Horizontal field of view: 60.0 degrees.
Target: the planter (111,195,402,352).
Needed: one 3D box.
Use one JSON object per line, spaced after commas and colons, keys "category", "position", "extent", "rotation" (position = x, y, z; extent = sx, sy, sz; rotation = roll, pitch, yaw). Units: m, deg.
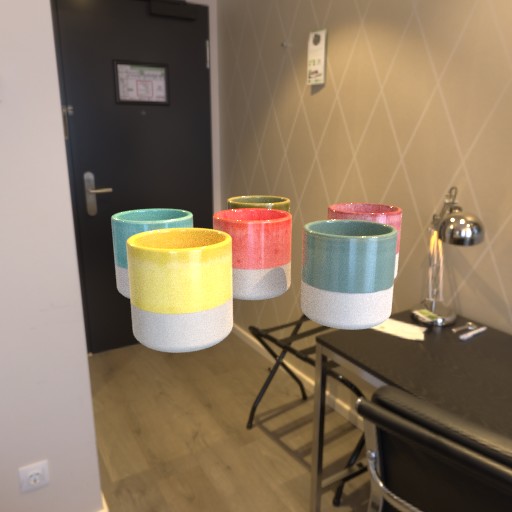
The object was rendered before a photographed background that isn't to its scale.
{"category": "planter", "position": [0.000, 0.000, 0.417], "extent": [0.257, 0.075, 0.286], "rotation": [8, 17, 28]}
